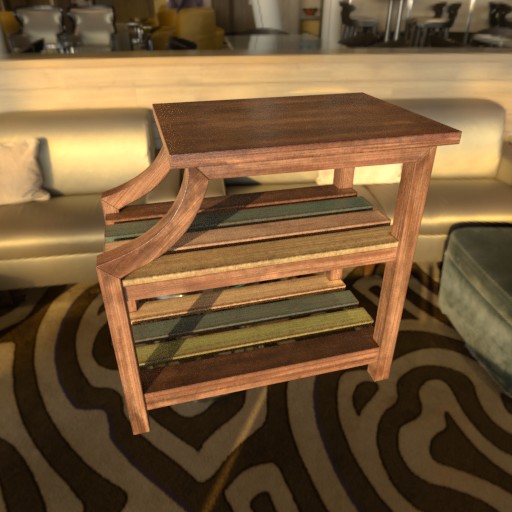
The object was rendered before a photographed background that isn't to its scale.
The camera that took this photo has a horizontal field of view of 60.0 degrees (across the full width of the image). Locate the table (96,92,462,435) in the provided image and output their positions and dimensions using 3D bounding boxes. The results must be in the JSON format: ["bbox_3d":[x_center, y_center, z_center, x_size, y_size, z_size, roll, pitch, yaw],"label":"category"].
[{"bbox_3d":[0.000,0.000,0.957,0.609,0.584,0.356,-8,31,-13],"label":"table"}]
